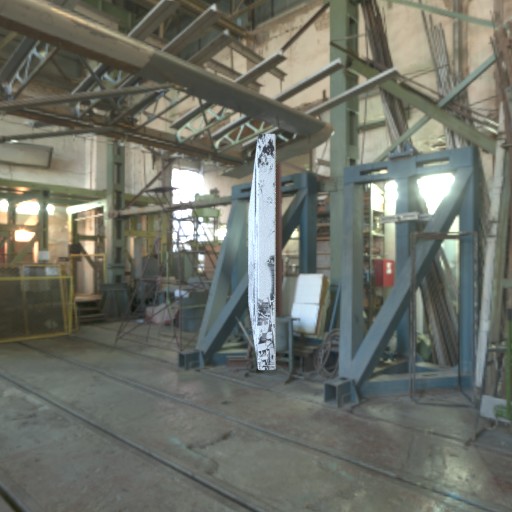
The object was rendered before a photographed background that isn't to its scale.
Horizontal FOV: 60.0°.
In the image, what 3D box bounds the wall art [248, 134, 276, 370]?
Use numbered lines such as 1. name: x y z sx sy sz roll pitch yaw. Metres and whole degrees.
1. wall art: 0.000 0.000 1.712 0.039 0.507 1.520 0 -1 -2
